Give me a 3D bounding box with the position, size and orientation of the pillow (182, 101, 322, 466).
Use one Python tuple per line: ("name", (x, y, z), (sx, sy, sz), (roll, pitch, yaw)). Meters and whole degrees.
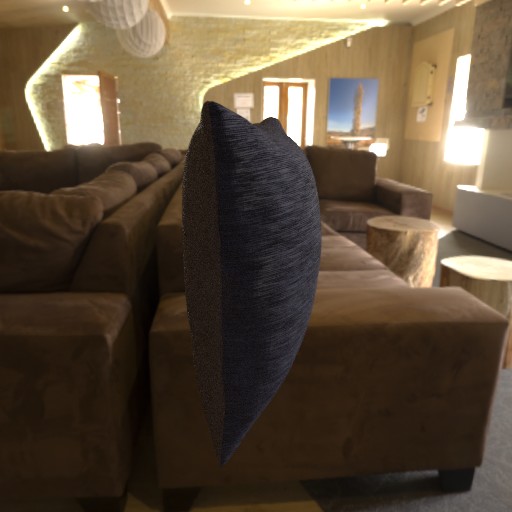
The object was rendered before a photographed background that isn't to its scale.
("pillow", (0.000, 0.000, 0.702), (0.204, 0.439, 0.452), (3, 16, 10))
